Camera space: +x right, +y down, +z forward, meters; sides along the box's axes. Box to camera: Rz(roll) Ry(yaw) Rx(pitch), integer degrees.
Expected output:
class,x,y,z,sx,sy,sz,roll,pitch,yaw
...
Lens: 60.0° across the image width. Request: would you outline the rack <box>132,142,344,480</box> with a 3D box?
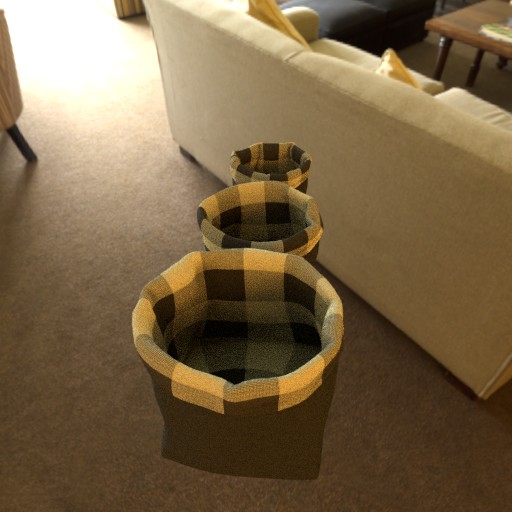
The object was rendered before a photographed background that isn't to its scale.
class,x,y,z,sx,sy,sz,roll,pitch,yaw
rack,0.000,0.000,1.052,0.370,0.329,0.889,4,46,4
